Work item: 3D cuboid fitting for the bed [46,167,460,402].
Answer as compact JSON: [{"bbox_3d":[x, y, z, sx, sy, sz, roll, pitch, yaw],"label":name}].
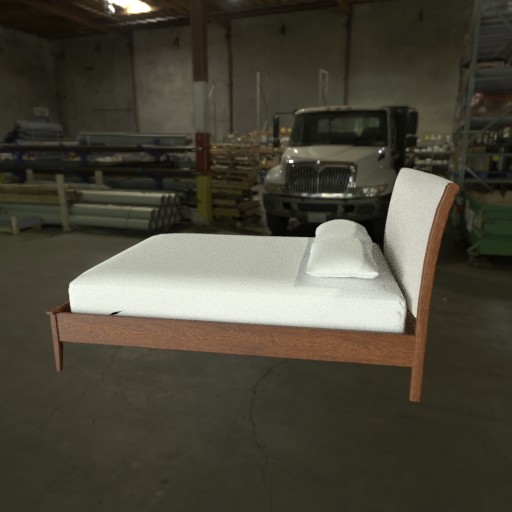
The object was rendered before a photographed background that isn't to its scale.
[{"bbox_3d":[0.000,0.000,3.292,2.380,1.250,1.612,2,14,9],"label":"bed"}]
